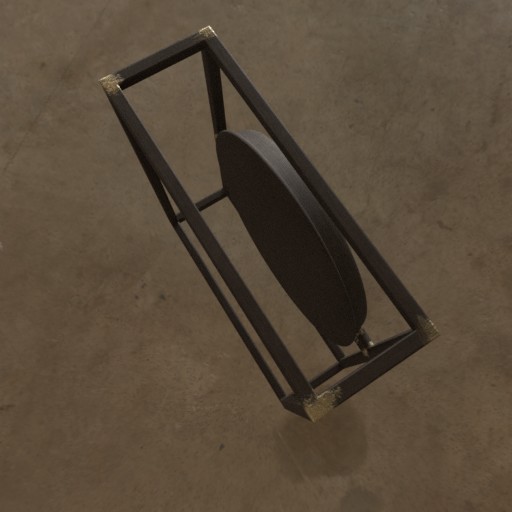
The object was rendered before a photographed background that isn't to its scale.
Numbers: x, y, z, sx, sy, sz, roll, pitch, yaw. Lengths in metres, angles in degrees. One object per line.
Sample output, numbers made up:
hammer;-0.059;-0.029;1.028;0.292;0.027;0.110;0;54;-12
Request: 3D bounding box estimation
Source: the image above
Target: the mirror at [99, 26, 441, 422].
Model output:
mirror;0.000;0.000;0.471;0.107;0.303;0.306;-31;75;-9
